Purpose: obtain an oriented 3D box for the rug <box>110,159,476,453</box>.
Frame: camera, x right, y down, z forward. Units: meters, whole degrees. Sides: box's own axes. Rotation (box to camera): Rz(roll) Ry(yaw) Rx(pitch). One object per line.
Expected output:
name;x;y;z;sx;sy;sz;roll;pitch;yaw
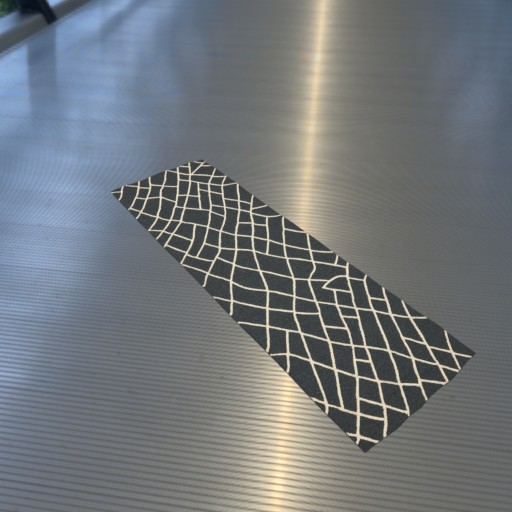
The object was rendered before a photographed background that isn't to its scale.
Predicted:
rug;0.000;0.000;2.689;0.807;0.010;2.476;-27;47;-28
